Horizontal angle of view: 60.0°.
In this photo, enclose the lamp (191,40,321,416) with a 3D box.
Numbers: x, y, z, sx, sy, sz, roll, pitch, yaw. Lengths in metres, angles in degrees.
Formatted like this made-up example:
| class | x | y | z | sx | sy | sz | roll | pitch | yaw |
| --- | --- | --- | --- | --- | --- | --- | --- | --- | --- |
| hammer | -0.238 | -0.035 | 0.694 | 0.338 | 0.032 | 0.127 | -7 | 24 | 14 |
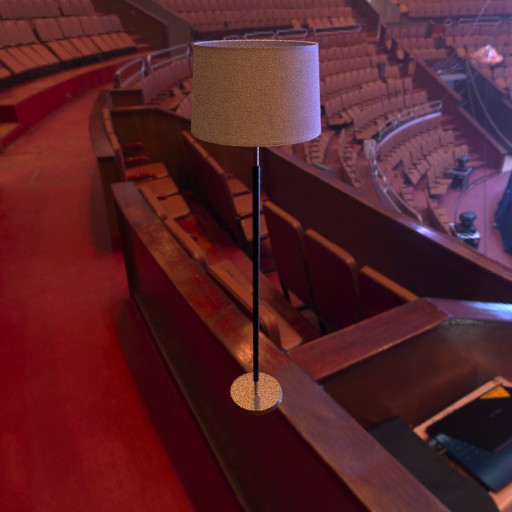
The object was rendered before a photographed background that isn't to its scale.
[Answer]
| class | x | y | z | sx | sy | sz | roll | pitch | yaw |
| --- | --- | --- | --- | --- | --- | --- | --- | --- | --- |
| lamp | 0.000 | 0.000 | 1.669 | 0.420 | 1.447 | 0.420 | 0 | 29 | 0 |
